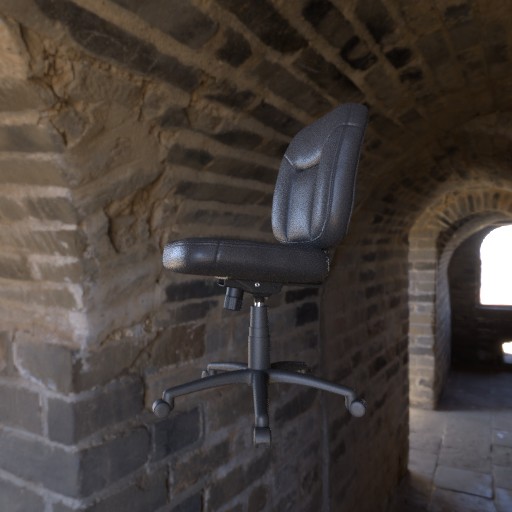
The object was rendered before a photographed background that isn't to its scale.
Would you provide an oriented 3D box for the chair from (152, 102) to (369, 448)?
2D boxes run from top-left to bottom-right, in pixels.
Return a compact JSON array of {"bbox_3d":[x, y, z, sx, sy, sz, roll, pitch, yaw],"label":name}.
[{"bbox_3d":[0.000,0.000,1.419,0.646,0.959,0.647,0,0,-19],"label":"chair"}]
